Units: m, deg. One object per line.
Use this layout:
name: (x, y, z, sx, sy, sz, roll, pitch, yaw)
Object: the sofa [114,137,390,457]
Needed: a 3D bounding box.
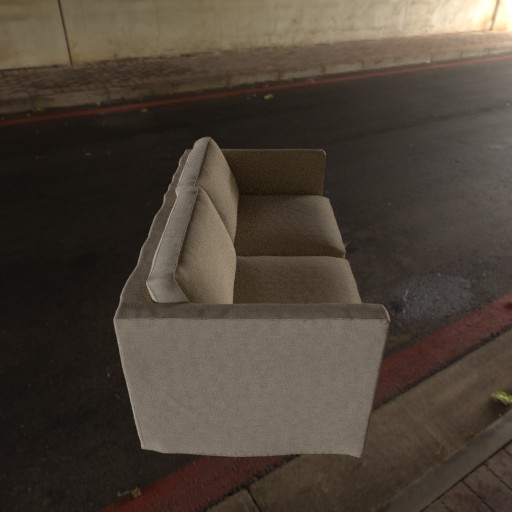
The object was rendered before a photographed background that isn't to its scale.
sofa: (0.000, 0.000, 2.327, 0.956, 0.828, 1.766, 0, 32, 0)
